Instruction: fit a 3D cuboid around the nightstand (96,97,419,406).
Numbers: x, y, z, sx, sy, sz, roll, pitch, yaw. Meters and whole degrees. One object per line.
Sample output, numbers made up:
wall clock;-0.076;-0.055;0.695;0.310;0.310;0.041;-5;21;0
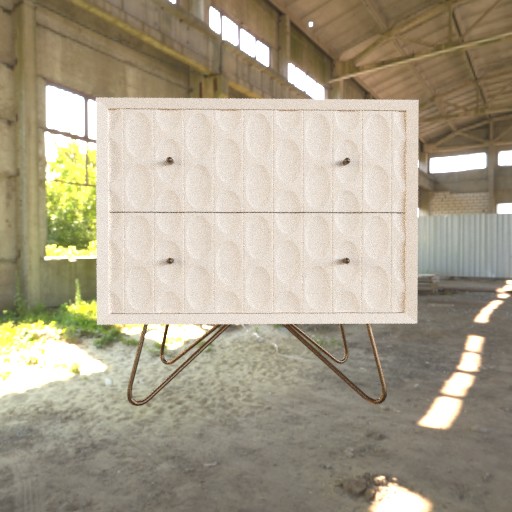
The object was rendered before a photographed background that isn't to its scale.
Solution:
nightstand;0.000;0.000;1.058;0.614;0.604;0.447;0;1;-1
